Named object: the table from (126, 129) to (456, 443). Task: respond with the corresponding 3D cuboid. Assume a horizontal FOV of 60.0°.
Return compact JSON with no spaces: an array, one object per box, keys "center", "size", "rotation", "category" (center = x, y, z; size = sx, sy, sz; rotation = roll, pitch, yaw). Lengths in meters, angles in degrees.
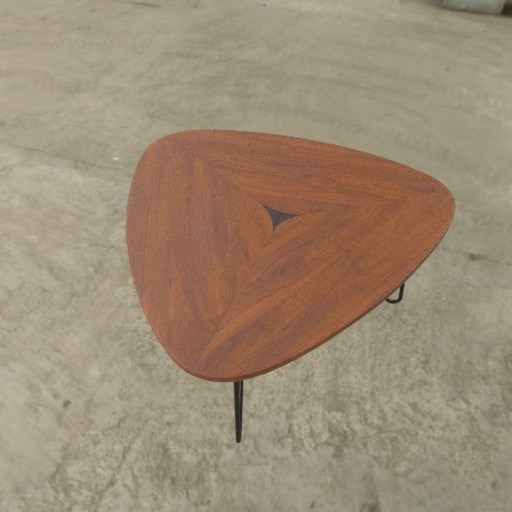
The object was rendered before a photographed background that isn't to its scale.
[{"center":[0.000,0.000,1.265],"size":[0.833,0.413,0.821],"rotation":[-32,54,-28],"category":"table"}]
